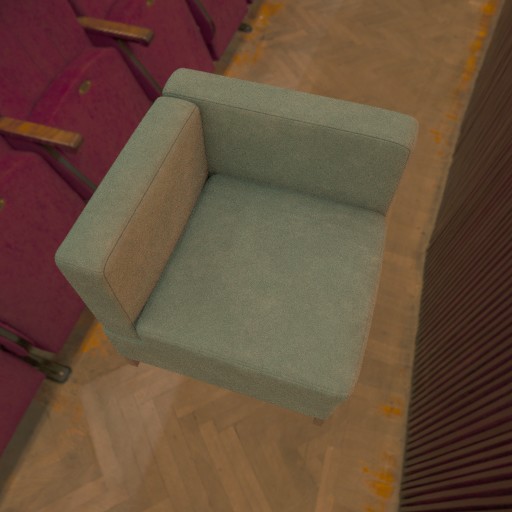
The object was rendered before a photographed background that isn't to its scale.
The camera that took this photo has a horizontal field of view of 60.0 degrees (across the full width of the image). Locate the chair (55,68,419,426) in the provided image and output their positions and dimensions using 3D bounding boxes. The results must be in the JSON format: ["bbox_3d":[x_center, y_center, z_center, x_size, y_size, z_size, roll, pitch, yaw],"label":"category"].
[{"bbox_3d":[0.000,0.000,1.249,0.680,0.660,0.680,15,60,9],"label":"chair"}]
